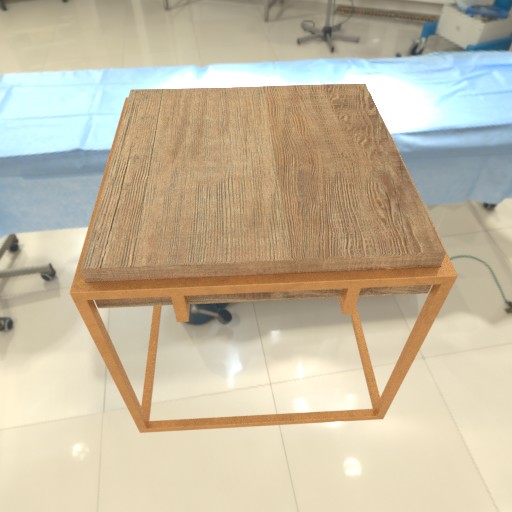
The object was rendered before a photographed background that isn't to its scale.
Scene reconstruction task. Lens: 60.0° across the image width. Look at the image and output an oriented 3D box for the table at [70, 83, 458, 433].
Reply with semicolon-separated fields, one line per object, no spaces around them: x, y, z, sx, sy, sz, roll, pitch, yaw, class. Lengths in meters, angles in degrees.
0.000;0.000;1.076;0.599;0.584;0.599;-2;47;-2;table
